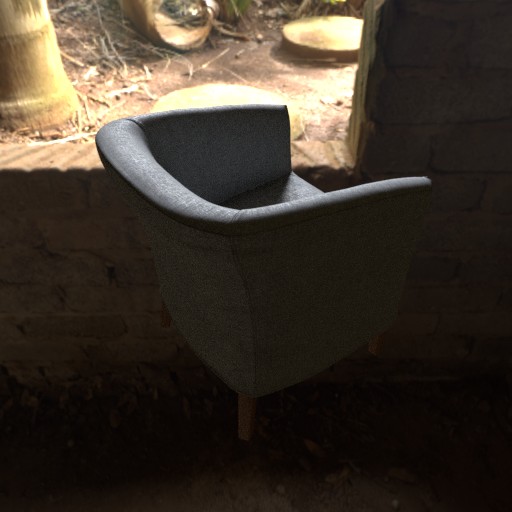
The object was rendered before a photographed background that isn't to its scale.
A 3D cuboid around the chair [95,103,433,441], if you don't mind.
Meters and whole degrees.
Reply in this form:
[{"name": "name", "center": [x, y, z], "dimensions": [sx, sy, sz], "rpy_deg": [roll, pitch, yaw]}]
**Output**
[{"name": "chair", "center": [0.000, 0.000, 1.254], "dimensions": [0.668, 0.771, 0.600], "rpy_deg": [-25, 46, -26]}]
